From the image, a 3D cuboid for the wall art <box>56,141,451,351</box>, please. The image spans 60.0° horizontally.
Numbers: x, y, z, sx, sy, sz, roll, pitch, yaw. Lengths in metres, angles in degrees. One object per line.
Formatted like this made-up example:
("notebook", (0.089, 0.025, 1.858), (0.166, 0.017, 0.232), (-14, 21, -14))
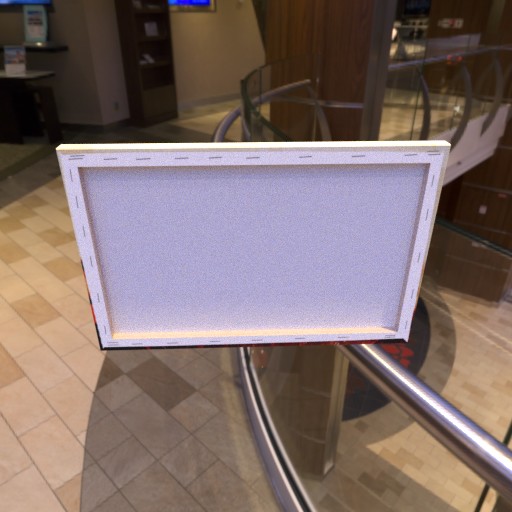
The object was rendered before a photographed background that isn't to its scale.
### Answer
("wall art", (0.000, 0.000, 1.189), (0.918, 0.602, 0.038), (-1, 29, -2))
